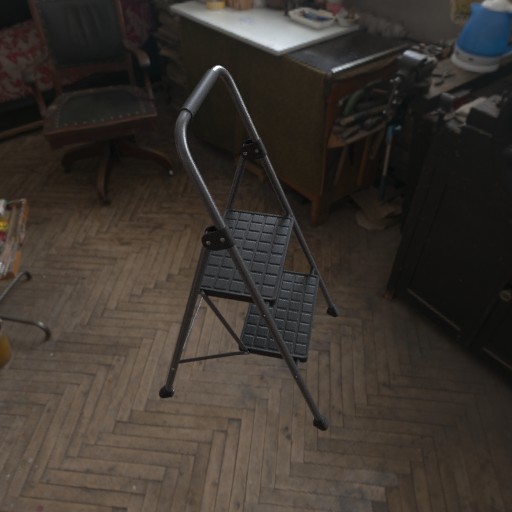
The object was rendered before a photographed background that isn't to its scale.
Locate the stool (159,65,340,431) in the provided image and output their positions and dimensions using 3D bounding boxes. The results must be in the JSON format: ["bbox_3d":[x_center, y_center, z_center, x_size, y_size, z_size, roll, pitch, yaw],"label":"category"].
[{"bbox_3d":[0.000,0.000,1.143,0.514,0.872,0.450,8,46,8],"label":"stool"}]
